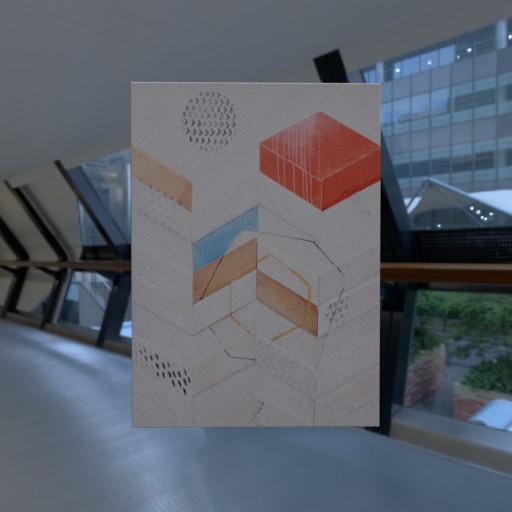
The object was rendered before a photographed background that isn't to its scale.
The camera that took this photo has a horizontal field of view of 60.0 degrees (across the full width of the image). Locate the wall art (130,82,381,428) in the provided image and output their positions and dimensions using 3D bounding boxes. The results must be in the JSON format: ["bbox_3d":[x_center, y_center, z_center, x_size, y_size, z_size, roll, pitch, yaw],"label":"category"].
[{"bbox_3d":[0.000,0.000,1.107,0.613,0.848,0.036,0,1,-1],"label":"wall art"}]
